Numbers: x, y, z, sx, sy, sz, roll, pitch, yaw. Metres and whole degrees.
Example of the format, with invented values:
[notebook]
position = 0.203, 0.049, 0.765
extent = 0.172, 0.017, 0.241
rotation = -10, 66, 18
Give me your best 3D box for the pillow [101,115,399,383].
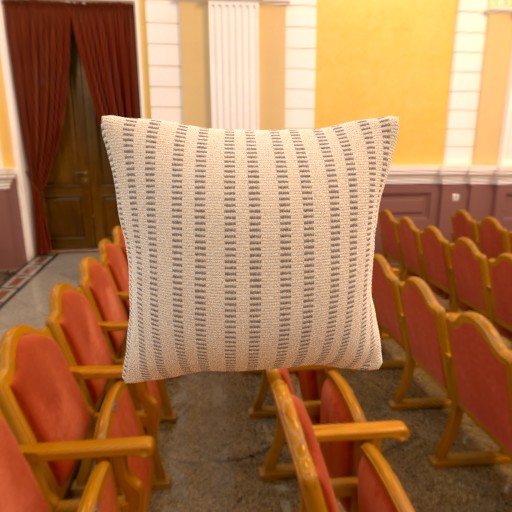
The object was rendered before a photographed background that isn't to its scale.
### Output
[pillow]
position = 0.000, 0.000, 0.692
extent = 0.438, 0.419, 0.247
rotation = -2, 15, -6
